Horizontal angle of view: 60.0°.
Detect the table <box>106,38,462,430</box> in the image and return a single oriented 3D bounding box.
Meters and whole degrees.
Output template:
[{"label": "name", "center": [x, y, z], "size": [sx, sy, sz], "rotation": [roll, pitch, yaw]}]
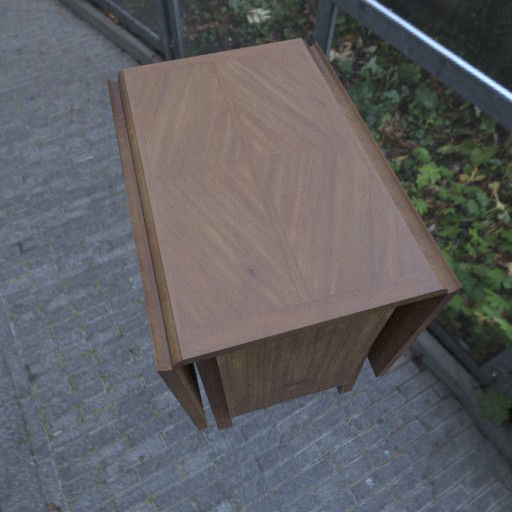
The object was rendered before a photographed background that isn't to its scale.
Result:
[{"label": "table", "center": [0.000, 0.000, 1.602], "size": [0.701, 0.981, 0.967], "rotation": [-14, 60, -8]}]
